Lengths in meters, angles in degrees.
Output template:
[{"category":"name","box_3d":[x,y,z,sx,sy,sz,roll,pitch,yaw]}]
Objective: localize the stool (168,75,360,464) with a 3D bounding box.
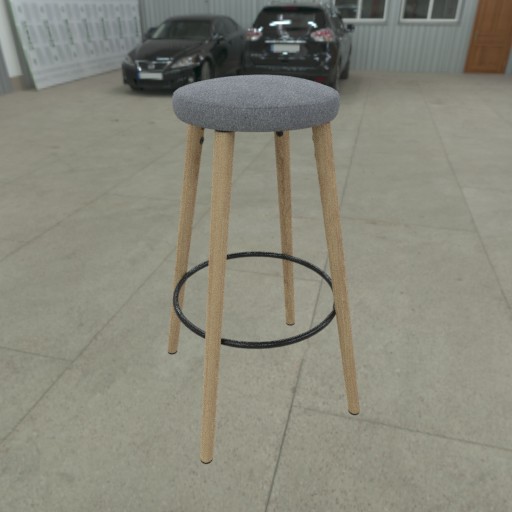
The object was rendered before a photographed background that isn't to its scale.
[{"category":"stool","box_3d":[0.000,0.000,1.025,0.410,0.770,0.410,-10,31,-18]}]
